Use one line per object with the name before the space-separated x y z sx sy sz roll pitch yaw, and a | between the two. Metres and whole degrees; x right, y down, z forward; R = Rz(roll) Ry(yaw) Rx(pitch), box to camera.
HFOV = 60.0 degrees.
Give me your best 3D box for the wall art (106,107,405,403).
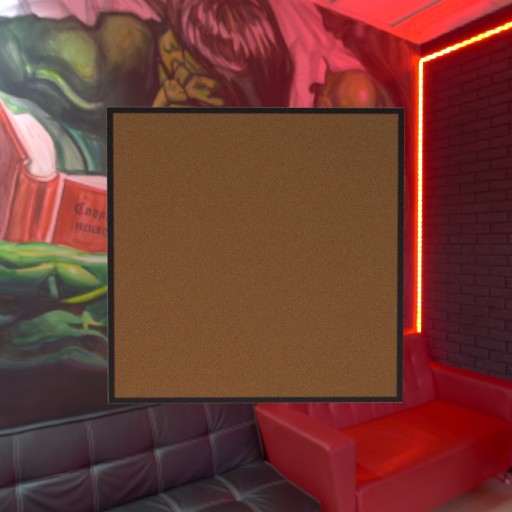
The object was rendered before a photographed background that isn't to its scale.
wall art | 0.000 0.000 1.214 0.805 0.803 0.022 0 1 -1
